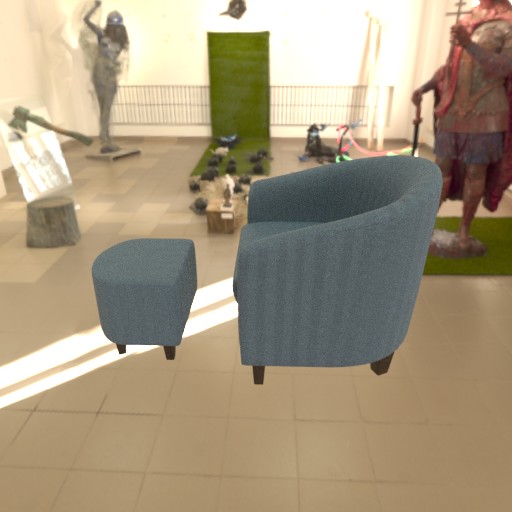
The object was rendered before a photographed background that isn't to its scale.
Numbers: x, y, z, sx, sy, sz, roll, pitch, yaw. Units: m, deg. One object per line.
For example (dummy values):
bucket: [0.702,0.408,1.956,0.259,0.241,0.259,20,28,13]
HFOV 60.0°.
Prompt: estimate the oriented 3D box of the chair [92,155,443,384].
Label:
chair: [0.000,0.000,1.748,1.288,0.757,0.756,1,25,2]
